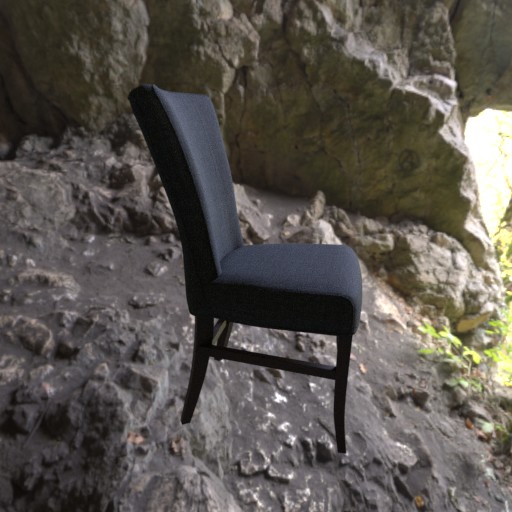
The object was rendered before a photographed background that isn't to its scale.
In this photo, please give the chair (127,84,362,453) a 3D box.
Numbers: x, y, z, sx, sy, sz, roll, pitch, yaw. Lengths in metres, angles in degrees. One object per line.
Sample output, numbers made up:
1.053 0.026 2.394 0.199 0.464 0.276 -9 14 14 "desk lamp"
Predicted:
0.000 0.000 1.400 0.660 0.991 0.520 3 17 10 "chair"
